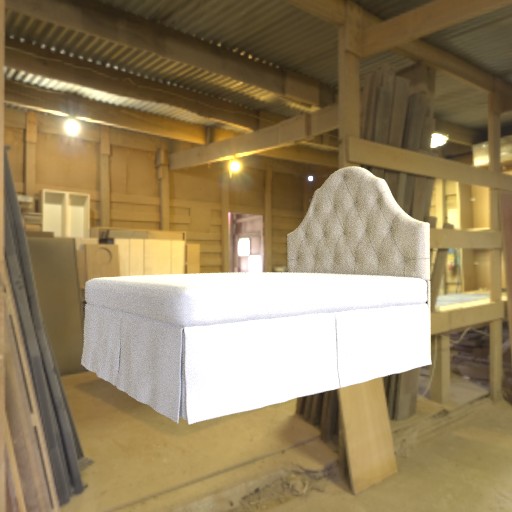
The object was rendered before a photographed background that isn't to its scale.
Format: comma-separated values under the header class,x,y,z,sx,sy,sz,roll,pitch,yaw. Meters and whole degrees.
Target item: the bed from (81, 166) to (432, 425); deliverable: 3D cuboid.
class,x,y,z,sx,sy,sz,roll,pitch,yaw
bed,0.000,0.000,3.261,2.092,1.575,1.627,1,-1,-37
